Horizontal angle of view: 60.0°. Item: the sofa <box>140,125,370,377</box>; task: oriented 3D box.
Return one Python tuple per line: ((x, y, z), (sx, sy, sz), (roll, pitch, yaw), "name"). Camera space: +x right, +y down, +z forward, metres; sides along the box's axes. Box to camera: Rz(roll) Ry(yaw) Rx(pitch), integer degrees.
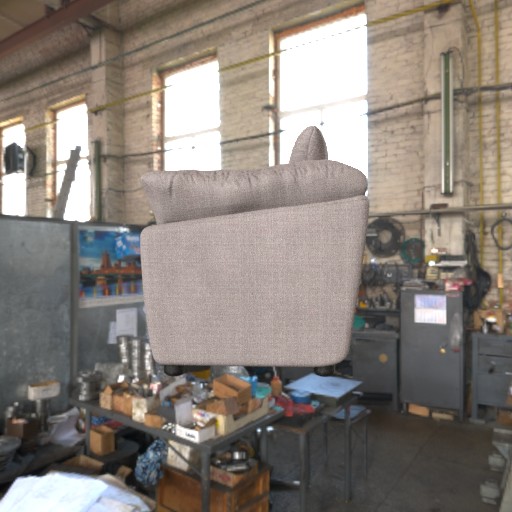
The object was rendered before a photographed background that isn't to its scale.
((0.000, 0.000, 2.766), (0.878, 0.996, 2.334), (0, -1, 0), "sofa")
